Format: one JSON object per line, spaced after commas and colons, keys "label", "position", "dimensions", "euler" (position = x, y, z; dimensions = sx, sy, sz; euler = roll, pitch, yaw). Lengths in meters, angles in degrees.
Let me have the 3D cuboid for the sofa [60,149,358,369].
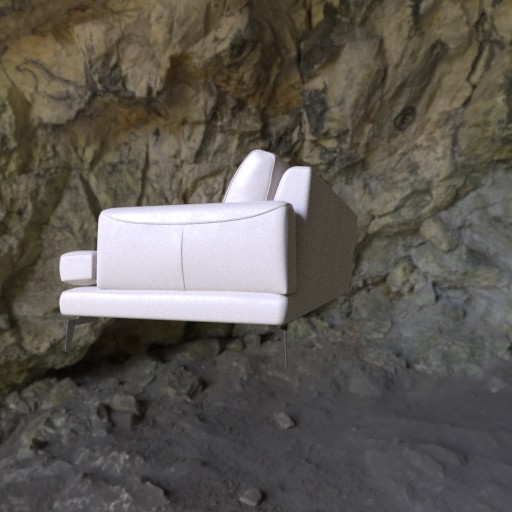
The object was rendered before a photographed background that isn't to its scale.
{"label": "sofa", "position": [0.000, 0.000, 2.461], "dimensions": [0.974, 0.765, 1.940], "euler": [0, -1, 18]}
